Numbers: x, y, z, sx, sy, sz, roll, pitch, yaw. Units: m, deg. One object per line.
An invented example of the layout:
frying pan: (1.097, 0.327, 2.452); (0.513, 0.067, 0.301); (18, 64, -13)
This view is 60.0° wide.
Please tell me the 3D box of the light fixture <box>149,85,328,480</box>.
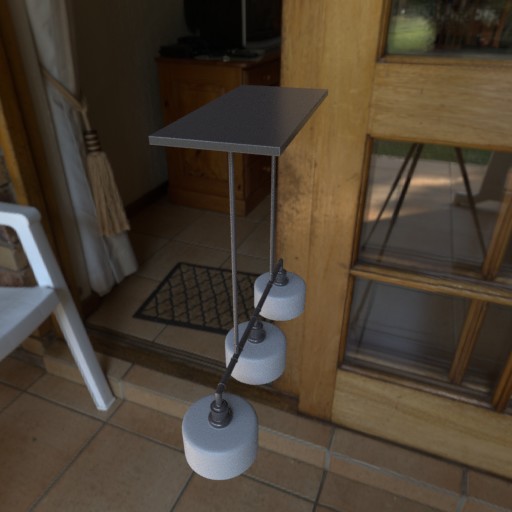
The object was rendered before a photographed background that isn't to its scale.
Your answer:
light fixture: (0.000, 0.000, 0.859); (0.177, 0.557, 0.582); (8, 32, 14)
